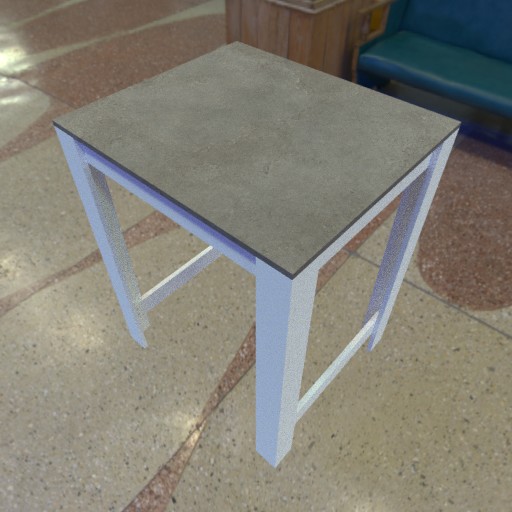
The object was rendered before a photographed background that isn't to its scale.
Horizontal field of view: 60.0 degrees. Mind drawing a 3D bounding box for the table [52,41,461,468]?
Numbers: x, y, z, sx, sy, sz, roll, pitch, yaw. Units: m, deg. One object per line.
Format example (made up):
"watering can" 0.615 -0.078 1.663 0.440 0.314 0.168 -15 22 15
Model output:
"table" 0.000 0.000 1.520 0.800 1.020 0.700 33 55 27
